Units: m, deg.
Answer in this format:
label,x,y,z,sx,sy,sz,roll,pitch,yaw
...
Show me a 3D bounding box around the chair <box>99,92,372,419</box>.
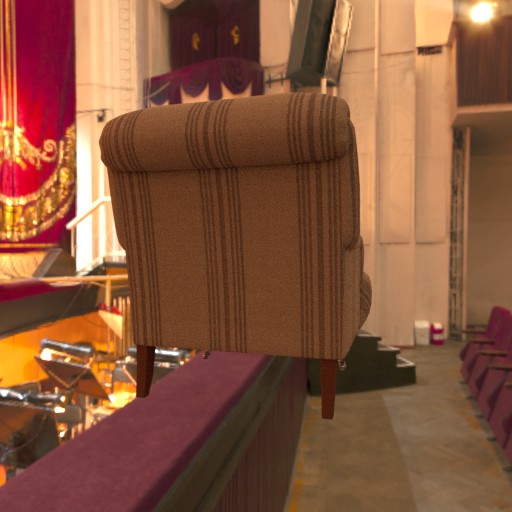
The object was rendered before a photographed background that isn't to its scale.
label,x,y,z,sx,sy,sz,roll,pitch,yaw
chair,0.000,0.000,1.648,0.813,0.940,0.914,0,2,17
